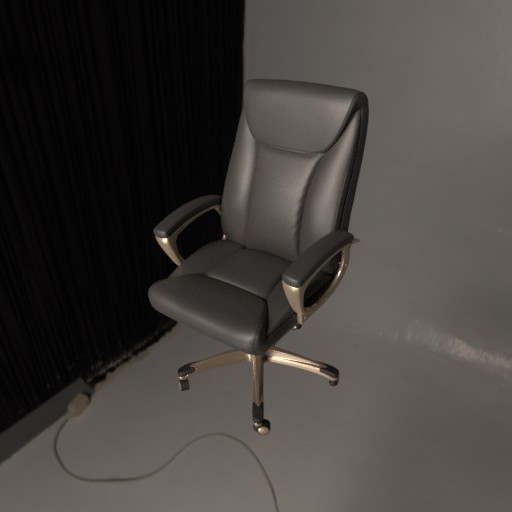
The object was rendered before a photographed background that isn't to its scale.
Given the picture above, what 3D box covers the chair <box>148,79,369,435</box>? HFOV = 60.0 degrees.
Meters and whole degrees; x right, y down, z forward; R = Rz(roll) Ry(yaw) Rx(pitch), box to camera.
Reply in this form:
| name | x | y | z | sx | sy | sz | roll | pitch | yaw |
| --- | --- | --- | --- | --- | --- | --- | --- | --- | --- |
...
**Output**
| name | x | y | z | sx | sy | sz | roll | pitch | yaw |
| --- | --- | --- | --- | --- | --- | --- | --- | --- | --- |
| chair | 0.000 | 0.000 | 1.696 | 0.694 | 1.188 | 0.748 | 19 | 35 | 29 |
